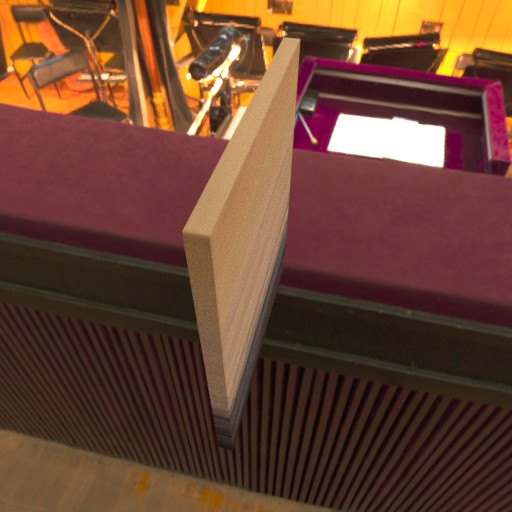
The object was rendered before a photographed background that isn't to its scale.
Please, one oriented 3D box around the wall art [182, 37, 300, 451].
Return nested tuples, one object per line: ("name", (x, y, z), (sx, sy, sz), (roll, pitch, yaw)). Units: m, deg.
("wall art", (0.000, 0.000, 0.986), (0.041, 0.710, 0.608), (10, 48, 10))
